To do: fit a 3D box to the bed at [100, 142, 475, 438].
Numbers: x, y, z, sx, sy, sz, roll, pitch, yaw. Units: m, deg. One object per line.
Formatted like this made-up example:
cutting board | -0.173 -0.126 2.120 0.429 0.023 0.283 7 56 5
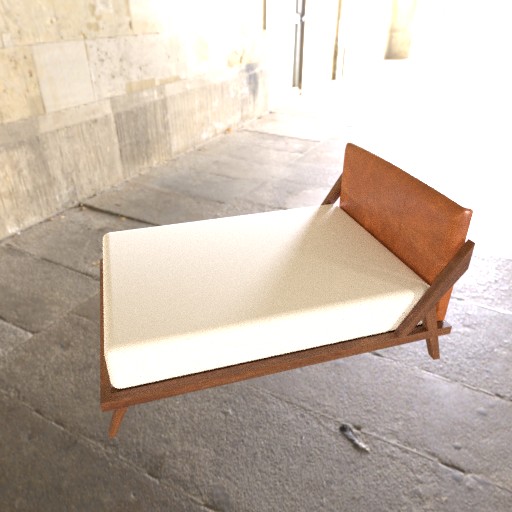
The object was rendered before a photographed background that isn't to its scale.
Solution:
bed | 0.000 0.000 3.283 2.311 1.168 1.651 -9 31 -15
